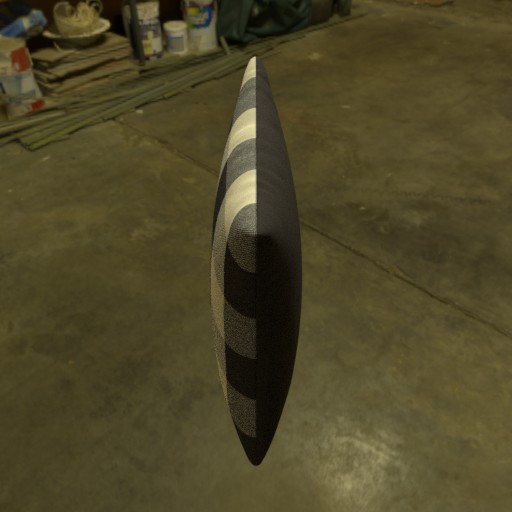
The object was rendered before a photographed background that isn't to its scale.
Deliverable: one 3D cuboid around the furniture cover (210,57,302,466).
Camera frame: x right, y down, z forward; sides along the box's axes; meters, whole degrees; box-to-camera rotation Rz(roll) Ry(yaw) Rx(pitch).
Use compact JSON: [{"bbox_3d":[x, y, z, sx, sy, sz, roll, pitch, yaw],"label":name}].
[{"bbox_3d":[0.000,0.000,0.773,0.161,0.509,0.511,0,42,0],"label":"furniture cover"}]
